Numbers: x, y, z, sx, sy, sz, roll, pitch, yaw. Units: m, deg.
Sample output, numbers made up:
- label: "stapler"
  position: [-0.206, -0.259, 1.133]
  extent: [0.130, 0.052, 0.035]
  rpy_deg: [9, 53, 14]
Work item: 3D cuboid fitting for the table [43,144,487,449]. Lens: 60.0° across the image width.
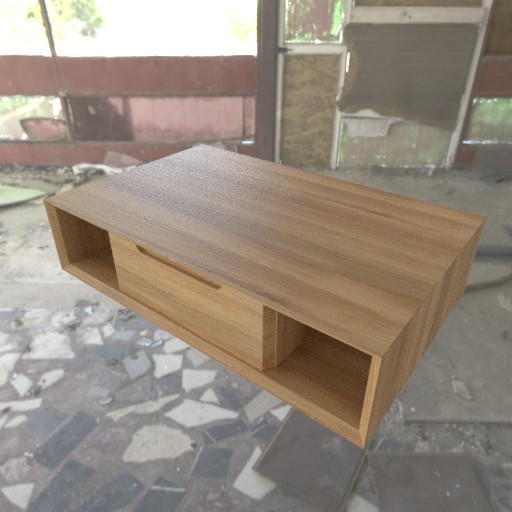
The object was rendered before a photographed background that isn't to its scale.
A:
- label: "table"
  position: [0.000, 0.000, 1.385]
  extent: [1.100, 0.330, 0.700]
  rpy_deg: [22, 38, 32]
